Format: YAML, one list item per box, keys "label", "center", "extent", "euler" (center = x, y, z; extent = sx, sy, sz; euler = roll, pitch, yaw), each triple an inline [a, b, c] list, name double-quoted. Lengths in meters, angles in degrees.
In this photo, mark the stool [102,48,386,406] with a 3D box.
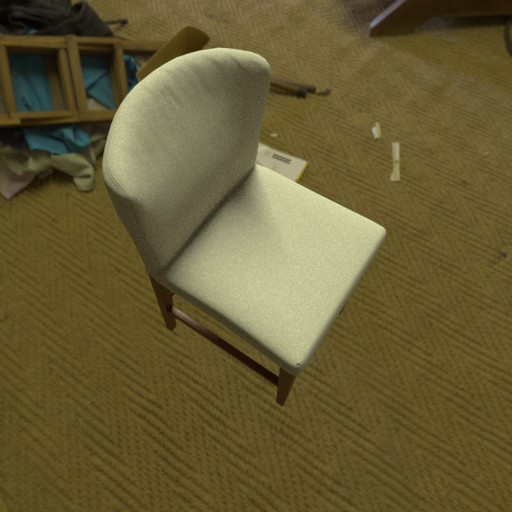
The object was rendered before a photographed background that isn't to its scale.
- label: "stool"
  center: [0.000, 0.000, 1.260]
  extent: [0.568, 0.968, 0.479]
  euler: [31, 65, 16]
